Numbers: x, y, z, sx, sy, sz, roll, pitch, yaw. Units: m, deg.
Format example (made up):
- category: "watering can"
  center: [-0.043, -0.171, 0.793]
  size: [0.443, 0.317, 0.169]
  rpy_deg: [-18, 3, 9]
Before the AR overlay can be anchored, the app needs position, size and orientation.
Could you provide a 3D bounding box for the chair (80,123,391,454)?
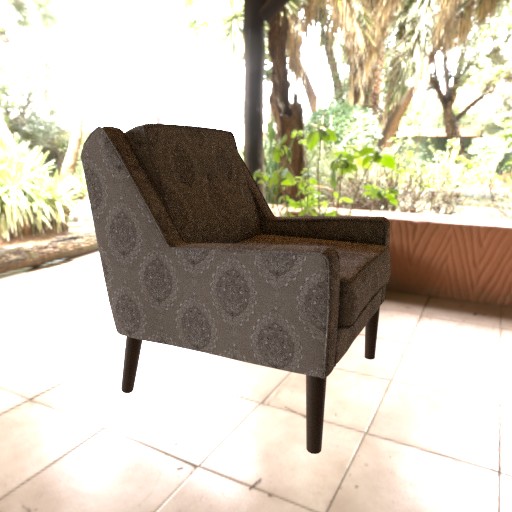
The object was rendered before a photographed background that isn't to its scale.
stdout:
- category: "chair"
  center: [0.000, 0.000, 1.389]
  size: [0.750, 0.797, 0.665]
  rpy_deg: [7, 14, 27]
